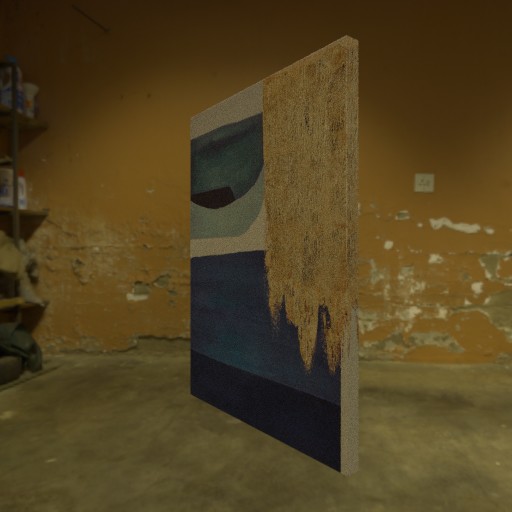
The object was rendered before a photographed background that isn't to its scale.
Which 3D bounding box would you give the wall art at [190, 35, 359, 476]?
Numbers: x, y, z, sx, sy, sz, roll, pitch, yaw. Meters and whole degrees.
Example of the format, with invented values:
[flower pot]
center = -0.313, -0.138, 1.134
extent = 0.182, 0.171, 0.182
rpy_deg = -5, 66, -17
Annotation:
[wall art]
center = 0.000, 0.000, 0.808
extent = 0.026, 0.613, 0.458
rpy_deg = 0, 0, -37
